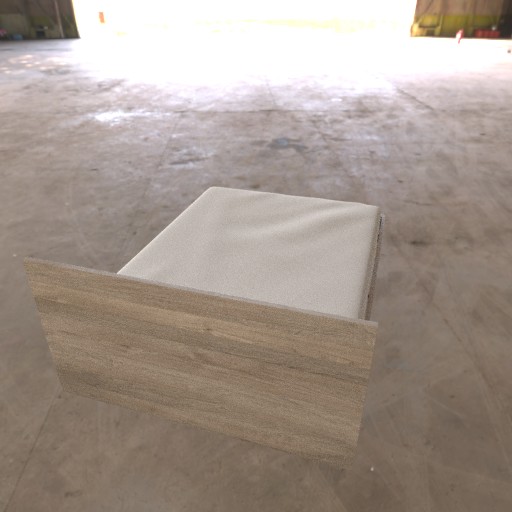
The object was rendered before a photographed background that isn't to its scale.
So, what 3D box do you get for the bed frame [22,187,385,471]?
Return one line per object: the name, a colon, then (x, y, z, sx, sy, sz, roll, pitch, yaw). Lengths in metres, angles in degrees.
bed frame: (0.000, 0.000, 2.710, 1.490, 0.800, 1.950, 9, 32, 15)
